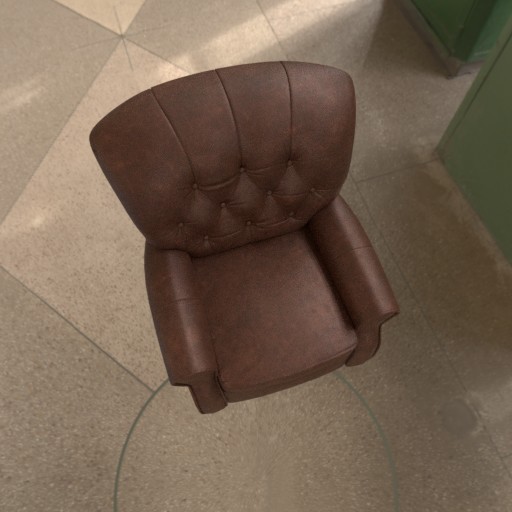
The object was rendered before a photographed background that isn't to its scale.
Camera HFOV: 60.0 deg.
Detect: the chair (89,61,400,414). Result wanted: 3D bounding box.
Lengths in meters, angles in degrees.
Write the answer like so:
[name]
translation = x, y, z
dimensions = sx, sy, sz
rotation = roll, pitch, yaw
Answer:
[chair]
translation = 0.000, 0.000, 1.885
dimensions = 0.979, 1.162, 1.031
rotation = -16, 64, -8
